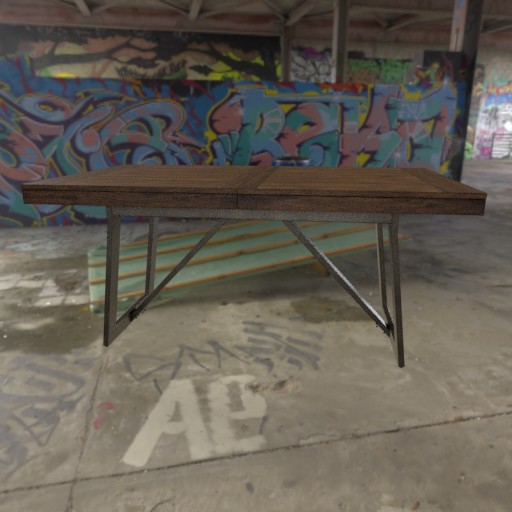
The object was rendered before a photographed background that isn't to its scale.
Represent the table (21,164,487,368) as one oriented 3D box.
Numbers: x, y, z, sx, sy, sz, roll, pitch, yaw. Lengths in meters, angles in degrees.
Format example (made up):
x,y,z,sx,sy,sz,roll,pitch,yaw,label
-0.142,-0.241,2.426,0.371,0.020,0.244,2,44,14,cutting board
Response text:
x,y,z,sx,sy,sz,roll,pitch,yaw,label
0.000,0.000,2.090,1.641,0.757,0.931,2,16,8,table
